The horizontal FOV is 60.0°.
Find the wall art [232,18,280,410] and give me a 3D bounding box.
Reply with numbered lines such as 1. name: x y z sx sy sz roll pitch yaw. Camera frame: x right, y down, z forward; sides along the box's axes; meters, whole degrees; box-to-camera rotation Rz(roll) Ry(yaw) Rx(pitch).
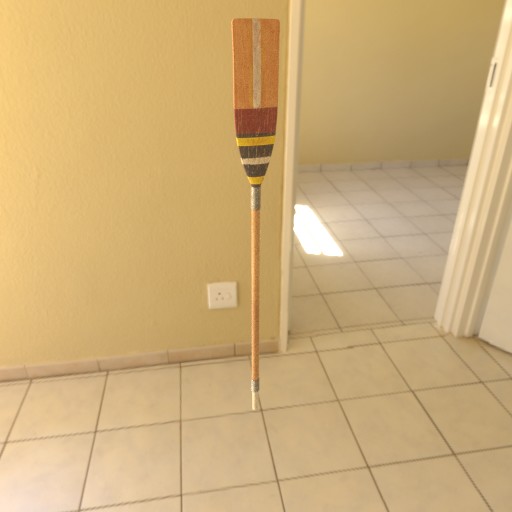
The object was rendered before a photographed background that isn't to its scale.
1. wall art: 0.000 0.000 1.647 0.146 1.556 0.038 -9 29 -16
